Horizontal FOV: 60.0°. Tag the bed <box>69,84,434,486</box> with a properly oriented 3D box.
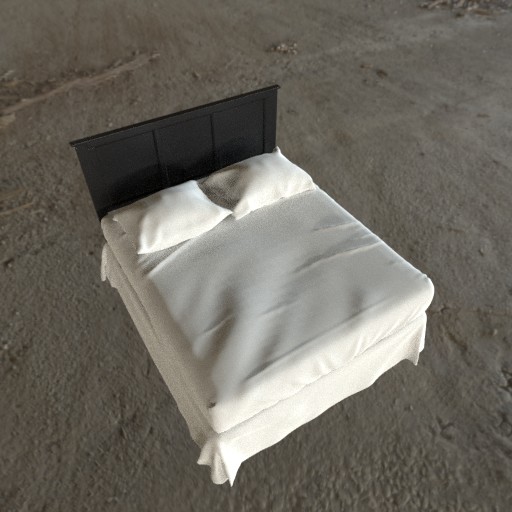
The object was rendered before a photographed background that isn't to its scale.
[{"bbox_3d":[0.000,0.000,3.068,1.870,1.270,2.050,-24,50,-22],"label":"bed"}]
